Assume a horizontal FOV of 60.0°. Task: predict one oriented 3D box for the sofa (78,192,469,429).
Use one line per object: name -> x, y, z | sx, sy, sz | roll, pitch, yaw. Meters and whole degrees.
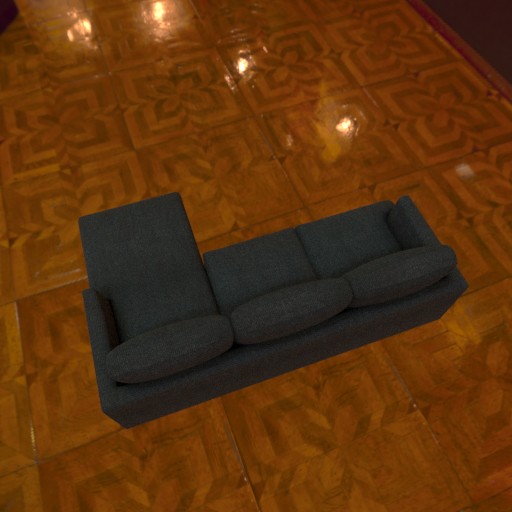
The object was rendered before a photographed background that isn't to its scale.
sofa -> 0.000, 0.000, 3.029 | 2.233, 0.956, 1.504 | -17, 61, -10
